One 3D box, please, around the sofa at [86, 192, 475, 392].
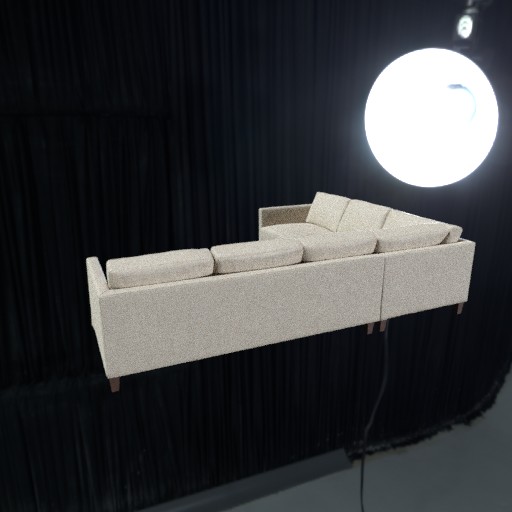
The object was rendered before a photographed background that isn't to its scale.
[{"bbox_3d":[0.000,0.000,4.389,3.182,0.863,2.432,-7,17,-23],"label":"sofa"}]
